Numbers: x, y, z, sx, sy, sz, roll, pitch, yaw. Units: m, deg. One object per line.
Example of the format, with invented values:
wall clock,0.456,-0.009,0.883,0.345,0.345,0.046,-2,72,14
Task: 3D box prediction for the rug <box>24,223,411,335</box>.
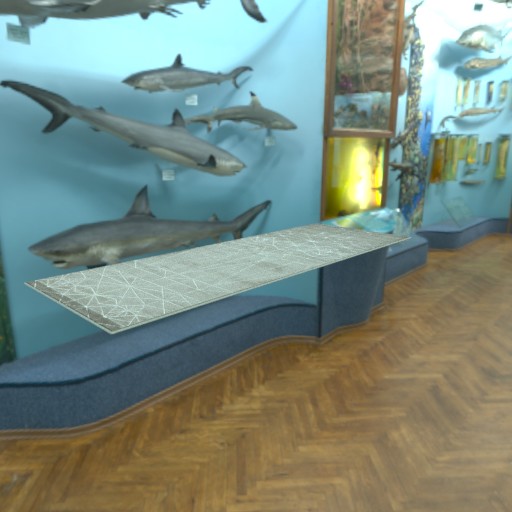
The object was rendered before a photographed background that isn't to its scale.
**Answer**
rug,0.000,0.000,2.721,0.864,0.012,2.388,13,19,43
